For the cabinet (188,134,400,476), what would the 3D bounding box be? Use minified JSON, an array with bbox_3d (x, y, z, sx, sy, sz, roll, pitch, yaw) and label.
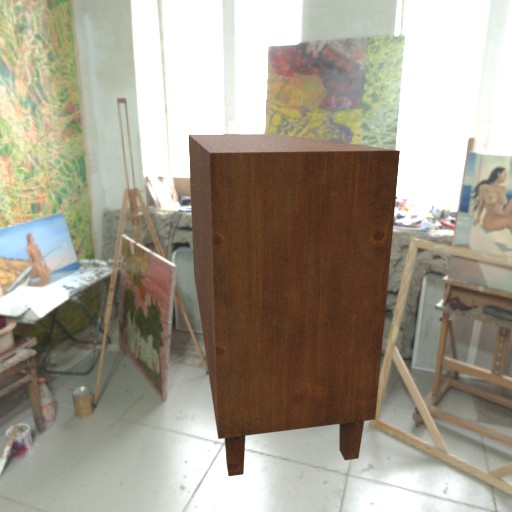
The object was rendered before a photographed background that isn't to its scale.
[{"bbox_3d":[0.000,0.000,1.581,0.403,0.805,1.204,-3,17,-10],"label":"cabinet"}]
